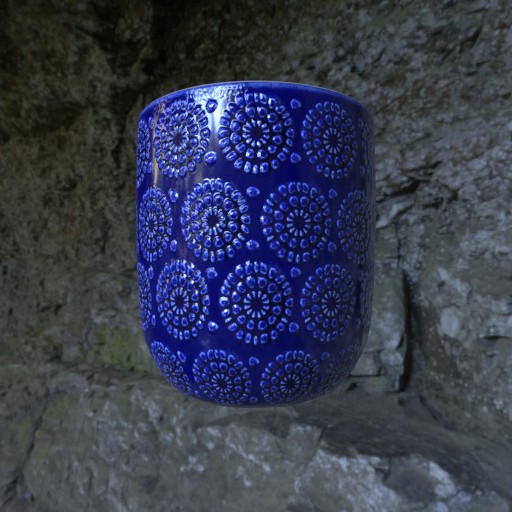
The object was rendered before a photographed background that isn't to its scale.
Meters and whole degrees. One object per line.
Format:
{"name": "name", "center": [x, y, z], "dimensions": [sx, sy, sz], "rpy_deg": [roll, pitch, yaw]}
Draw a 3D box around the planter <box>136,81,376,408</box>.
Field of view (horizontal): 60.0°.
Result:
{"name": "planter", "center": [0.000, 0.000, 0.351], "dimensions": [0.184, 0.206, 0.184], "rpy_deg": [0, -2, 0]}
